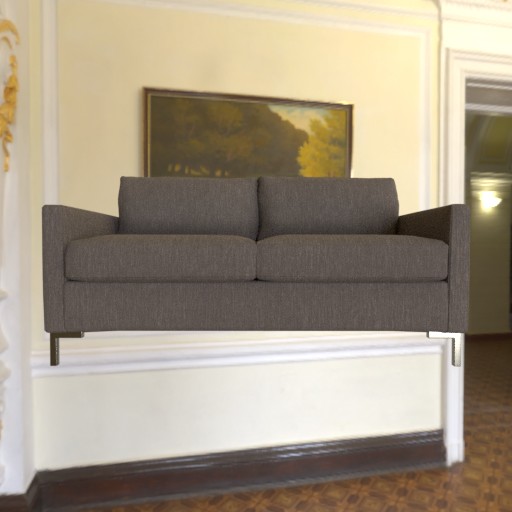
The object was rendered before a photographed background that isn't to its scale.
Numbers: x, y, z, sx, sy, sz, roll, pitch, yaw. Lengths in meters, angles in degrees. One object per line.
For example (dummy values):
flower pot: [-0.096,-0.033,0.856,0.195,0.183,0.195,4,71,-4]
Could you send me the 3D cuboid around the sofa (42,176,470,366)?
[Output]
sofa: [0.000,0.000,2.110,1.682,0.840,0.875,0,1,0]
